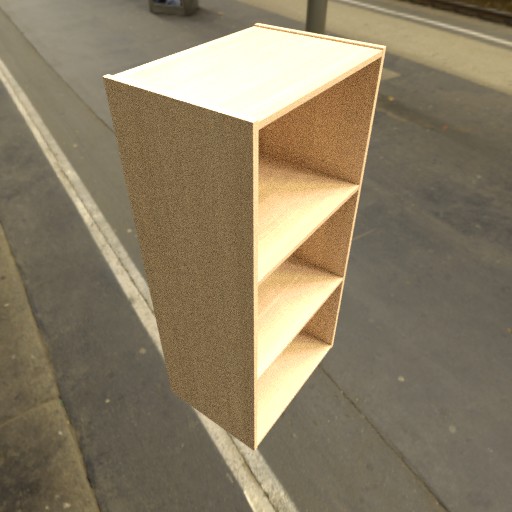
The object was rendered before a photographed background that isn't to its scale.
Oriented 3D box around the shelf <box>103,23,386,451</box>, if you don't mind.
[{"bbox_3d":[0.000,0.000,1.039,0.292,0.876,0.417,25,46,27],"label":"shelf"}]
